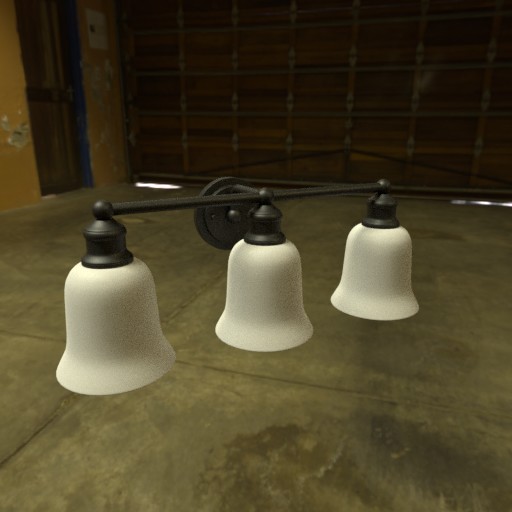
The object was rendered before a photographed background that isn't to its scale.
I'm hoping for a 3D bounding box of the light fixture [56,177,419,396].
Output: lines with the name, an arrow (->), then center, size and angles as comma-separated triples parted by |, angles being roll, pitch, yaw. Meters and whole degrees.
light fixture -> 0.000, 0.000, 0.652 | 0.570, 0.211, 0.198 | -9, 19, -26
